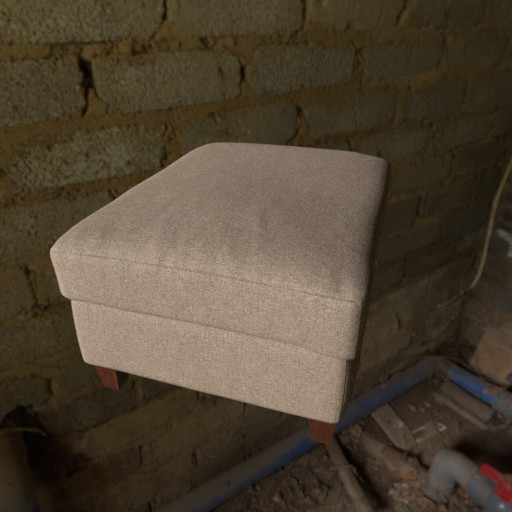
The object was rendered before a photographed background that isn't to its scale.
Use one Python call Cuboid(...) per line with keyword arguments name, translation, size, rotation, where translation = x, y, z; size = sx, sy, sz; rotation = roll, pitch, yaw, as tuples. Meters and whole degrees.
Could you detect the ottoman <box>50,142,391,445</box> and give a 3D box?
Cuboid(name="ottoman", translation=(0.000, 0.000, 1.313), size=(0.692, 0.511, 0.889), rotation=(9, 30, 15))
